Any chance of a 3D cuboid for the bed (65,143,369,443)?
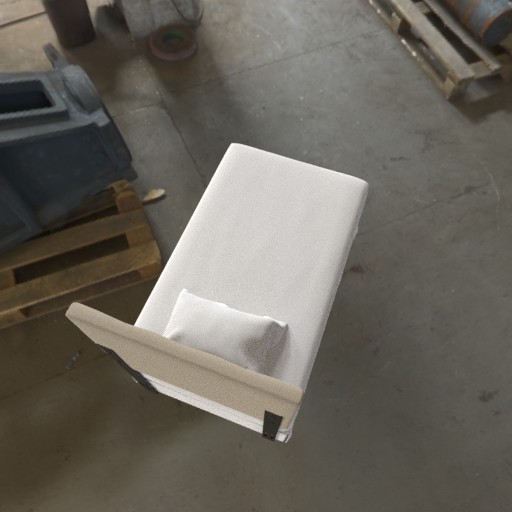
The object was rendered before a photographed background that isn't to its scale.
[{"bbox_3d":[0.000,0.000,3.041,1.261,1.571,1.997,19,64,10],"label":"bed"}]
